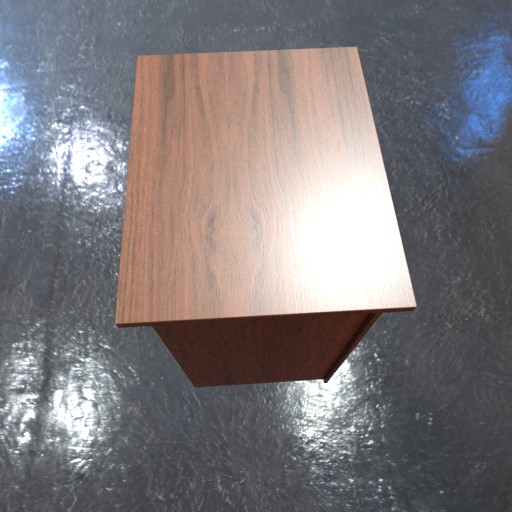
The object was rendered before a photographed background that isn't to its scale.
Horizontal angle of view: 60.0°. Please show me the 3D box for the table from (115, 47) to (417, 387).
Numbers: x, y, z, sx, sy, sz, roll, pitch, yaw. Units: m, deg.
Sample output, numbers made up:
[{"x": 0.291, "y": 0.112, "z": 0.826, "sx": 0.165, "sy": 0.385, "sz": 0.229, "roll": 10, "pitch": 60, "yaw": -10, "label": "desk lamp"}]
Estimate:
[{"x": 0.000, "y": 0.000, "z": 0.947, "sx": 0.381, "sy": 0.636, "sz": 0.480, "roll": -3, "pitch": 64, "yaw": -1, "label": "table"}]
